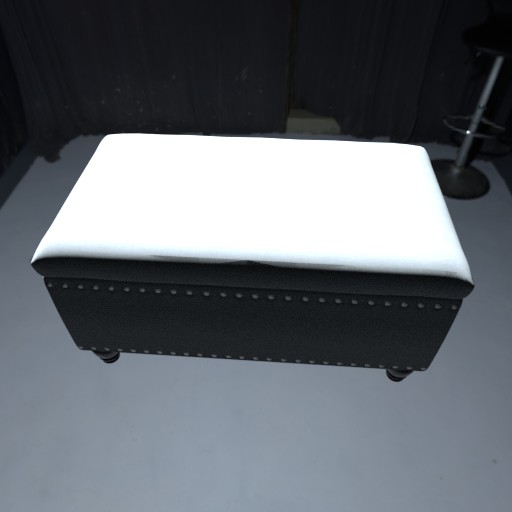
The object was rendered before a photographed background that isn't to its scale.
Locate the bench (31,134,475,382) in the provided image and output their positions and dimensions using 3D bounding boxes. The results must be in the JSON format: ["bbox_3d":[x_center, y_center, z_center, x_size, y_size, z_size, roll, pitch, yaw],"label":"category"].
[{"bbox_3d":[0.000,0.000,1.183,0.887,0.449,0.500,3,45,3],"label":"bench"}]
